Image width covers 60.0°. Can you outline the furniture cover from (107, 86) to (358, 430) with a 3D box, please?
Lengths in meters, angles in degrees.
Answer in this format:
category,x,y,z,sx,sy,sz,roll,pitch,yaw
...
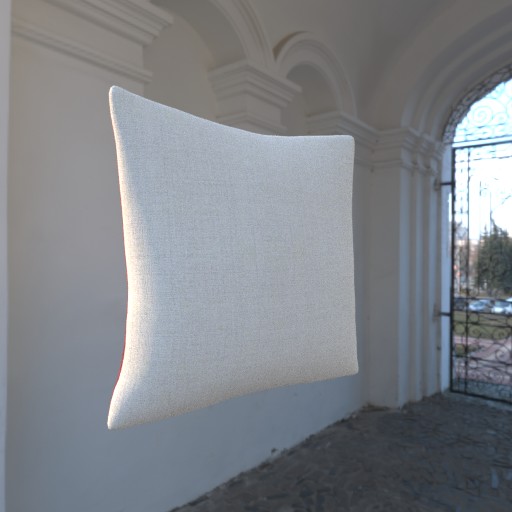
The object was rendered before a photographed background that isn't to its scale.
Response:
category,x,y,z,sx,sy,sz,roll,pitch,yaw
furniture cover,0.000,0.000,0.656,0.435,0.420,0.145,0,0,-35
